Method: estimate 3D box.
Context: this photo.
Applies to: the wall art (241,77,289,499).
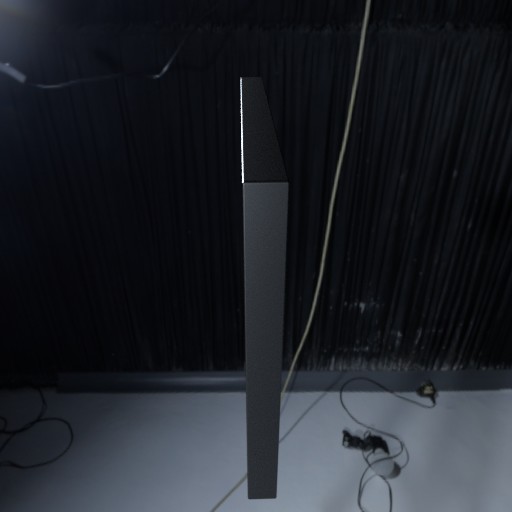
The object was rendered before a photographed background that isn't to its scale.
[{"bbox_3d":[0.000,0.000,0.514,0.028,0.330,0.380,-1,31,-2],"label":"wall art"}]
